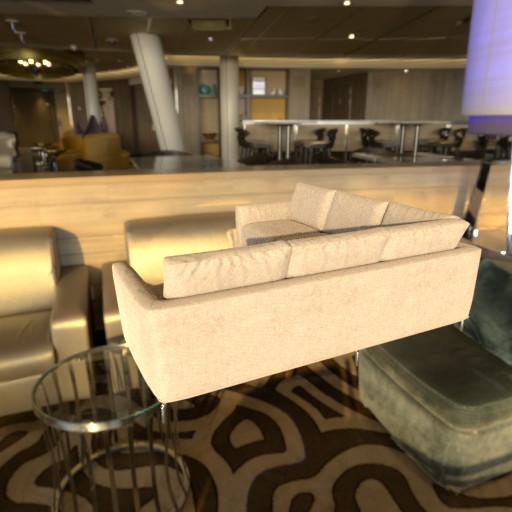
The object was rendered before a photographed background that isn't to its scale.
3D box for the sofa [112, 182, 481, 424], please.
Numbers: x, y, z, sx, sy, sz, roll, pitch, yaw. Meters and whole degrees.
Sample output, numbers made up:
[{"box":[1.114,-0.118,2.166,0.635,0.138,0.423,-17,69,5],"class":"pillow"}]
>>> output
[{"box":[0.000,0.000,3.693,2.438,0.864,2.438,-8,19,-26],"class":"sofa"}]
